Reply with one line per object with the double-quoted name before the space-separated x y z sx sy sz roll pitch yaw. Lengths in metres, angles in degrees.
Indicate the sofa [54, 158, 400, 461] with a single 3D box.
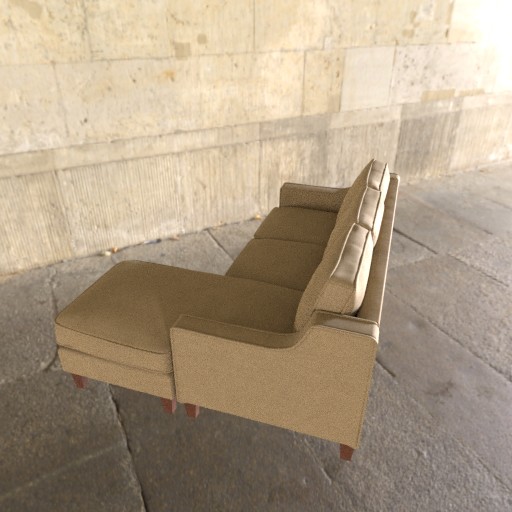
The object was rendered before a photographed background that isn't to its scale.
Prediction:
"sofa" 0.000 0.000 3.276 1.858 1.066 2.317 9 31 16
